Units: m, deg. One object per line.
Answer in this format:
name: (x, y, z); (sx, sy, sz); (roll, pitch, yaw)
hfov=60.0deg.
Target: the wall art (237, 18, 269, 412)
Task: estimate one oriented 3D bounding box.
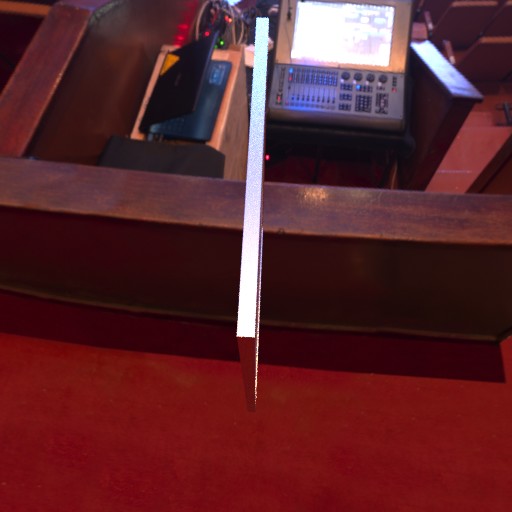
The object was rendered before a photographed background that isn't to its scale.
wall art: (0.000, 0.000, 1.401); (0.030, 1.046, 0.816); (2, 64, 1)
